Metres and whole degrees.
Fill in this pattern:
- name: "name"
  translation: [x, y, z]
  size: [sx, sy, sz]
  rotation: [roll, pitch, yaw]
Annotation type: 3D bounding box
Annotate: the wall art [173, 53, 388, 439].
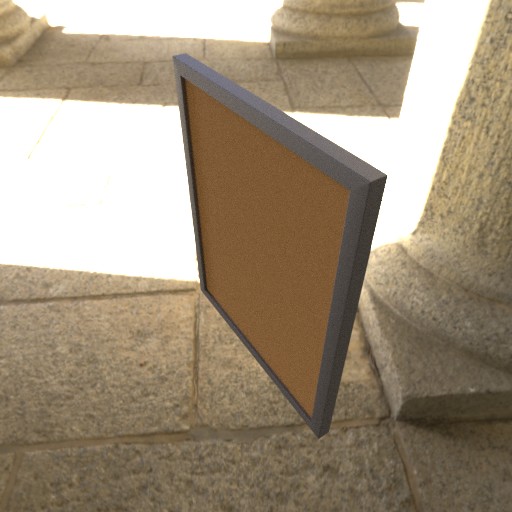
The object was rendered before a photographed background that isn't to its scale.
- name: "wall art"
  translation: [0.000, 0.000, 0.781]
  size: [0.029, 0.558, 0.458]
  rotation: [-24, 47, -24]
